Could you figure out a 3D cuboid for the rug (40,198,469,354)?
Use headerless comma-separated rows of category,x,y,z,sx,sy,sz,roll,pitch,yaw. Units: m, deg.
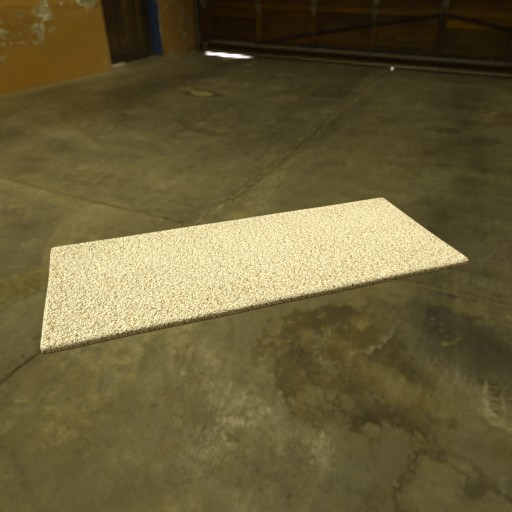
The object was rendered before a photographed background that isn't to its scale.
rug,0.000,0.000,1.736,1.524,0.030,0.609,-10,33,-16
